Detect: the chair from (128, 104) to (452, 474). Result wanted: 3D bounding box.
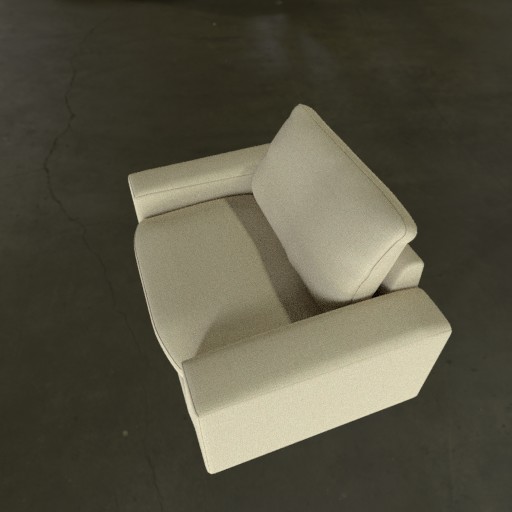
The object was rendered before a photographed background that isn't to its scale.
[{"bbox_3d":[0.000,0.000,2.030,1.039,0.915,1.398,-15,48,-14],"label":"chair"}]
